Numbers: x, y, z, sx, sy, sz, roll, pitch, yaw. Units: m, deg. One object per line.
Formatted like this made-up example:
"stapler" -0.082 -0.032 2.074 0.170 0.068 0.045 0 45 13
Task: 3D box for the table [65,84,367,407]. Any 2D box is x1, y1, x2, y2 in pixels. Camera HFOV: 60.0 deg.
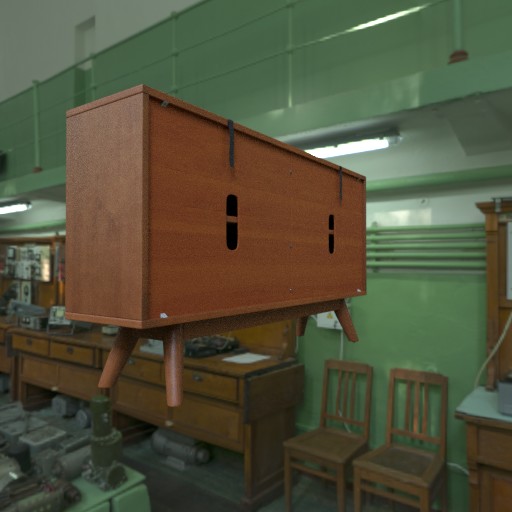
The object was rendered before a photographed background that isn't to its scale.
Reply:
"table" 0.000 0.000 1.495 0.308 0.698 1.220 -1 -1 36
